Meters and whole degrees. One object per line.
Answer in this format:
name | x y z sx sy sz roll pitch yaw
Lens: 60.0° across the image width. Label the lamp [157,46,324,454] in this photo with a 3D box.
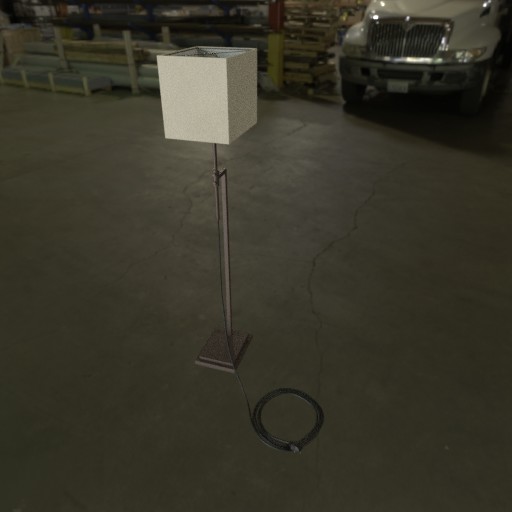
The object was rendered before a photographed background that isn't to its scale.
lamp | 0.000 0.000 1.960 0.774 1.600 0.698 9 32 15
